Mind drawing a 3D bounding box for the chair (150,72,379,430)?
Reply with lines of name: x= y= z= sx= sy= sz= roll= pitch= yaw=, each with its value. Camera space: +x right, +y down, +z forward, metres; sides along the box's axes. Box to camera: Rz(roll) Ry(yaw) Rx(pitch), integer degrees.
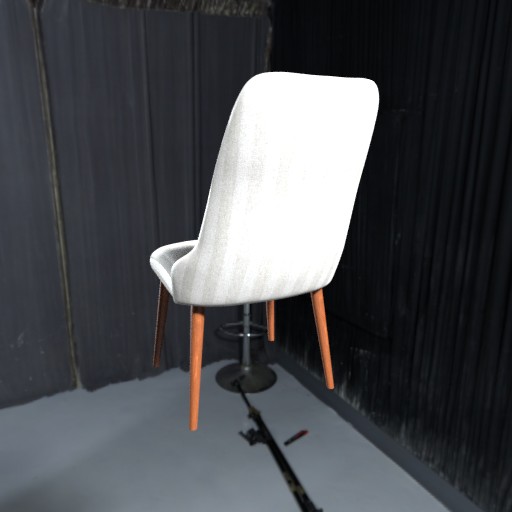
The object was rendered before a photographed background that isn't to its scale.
chair: x=0.000 y=0.000 z=1.305 sx=0.526 sy=0.917 sz=0.684 roll=-7 pitch=16 yaw=-26
